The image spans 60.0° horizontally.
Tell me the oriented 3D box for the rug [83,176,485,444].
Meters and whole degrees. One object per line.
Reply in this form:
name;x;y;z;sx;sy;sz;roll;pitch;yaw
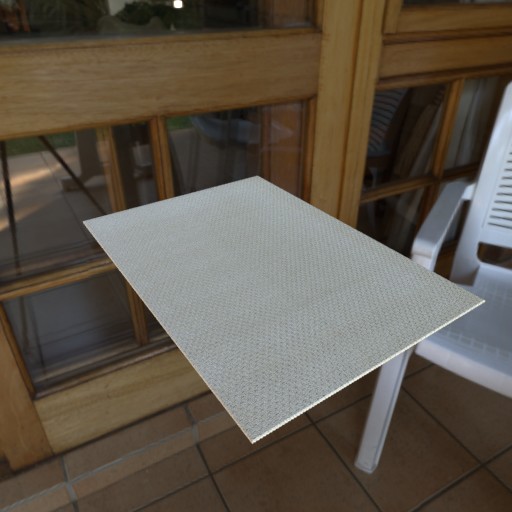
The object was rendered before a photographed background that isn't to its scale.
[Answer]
rug;0.000;0.000;2.765;1.509;0.013;2.144;-20;37;-29
